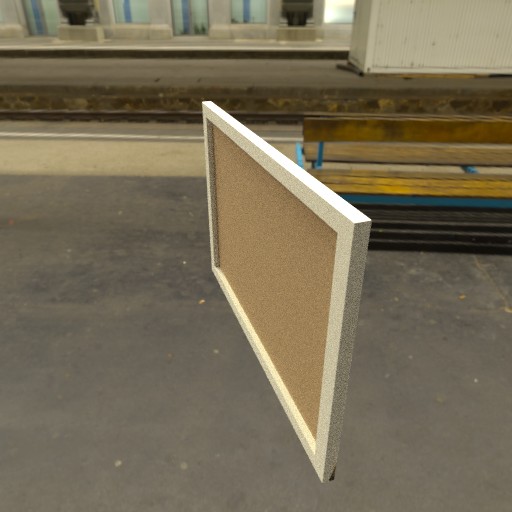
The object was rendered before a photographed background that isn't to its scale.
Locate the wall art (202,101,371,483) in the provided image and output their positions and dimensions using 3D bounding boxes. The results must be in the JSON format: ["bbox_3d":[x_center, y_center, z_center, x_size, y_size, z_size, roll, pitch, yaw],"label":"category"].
[{"bbox_3d":[0.000,0.000,1.454,0.038,0.767,1.144,-10,32,-17],"label":"wall art"}]
